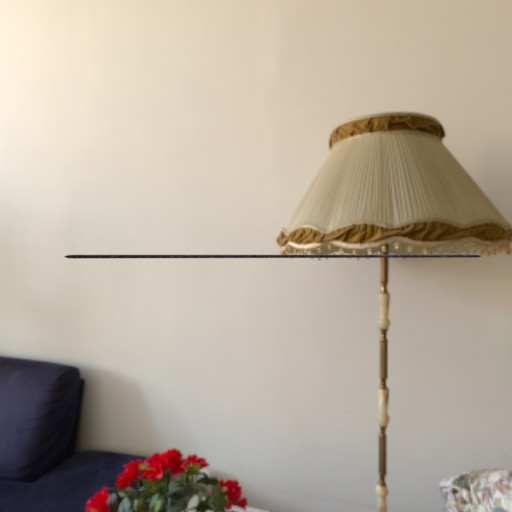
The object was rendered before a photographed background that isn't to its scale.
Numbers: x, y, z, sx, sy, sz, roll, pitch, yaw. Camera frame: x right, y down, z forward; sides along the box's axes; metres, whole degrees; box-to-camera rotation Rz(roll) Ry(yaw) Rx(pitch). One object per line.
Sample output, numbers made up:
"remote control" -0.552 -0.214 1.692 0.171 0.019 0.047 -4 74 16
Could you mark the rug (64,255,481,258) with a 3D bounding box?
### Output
"rug" 0.000 0.000 4.343 3.245 0.024 2.385 0 0 -18
